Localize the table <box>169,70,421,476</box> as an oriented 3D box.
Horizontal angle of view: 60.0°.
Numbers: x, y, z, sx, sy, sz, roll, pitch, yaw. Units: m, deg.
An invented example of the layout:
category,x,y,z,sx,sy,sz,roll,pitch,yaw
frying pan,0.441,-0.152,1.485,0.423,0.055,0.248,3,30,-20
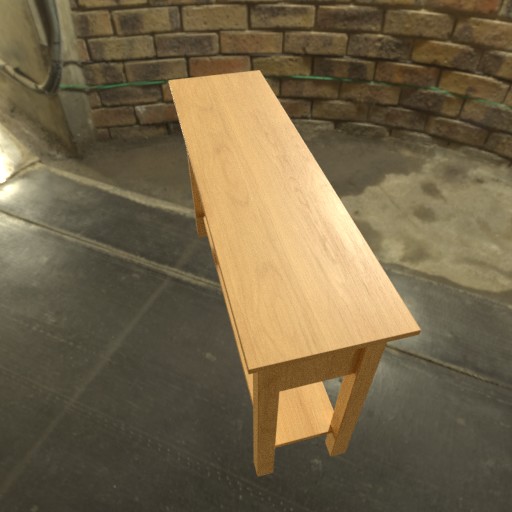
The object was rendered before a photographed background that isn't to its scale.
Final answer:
category,x,y,z,sx,sy,sz,roll,pitch,yaw
table,0.000,0.000,1.518,0.350,0.730,1.240,-11,47,-10
